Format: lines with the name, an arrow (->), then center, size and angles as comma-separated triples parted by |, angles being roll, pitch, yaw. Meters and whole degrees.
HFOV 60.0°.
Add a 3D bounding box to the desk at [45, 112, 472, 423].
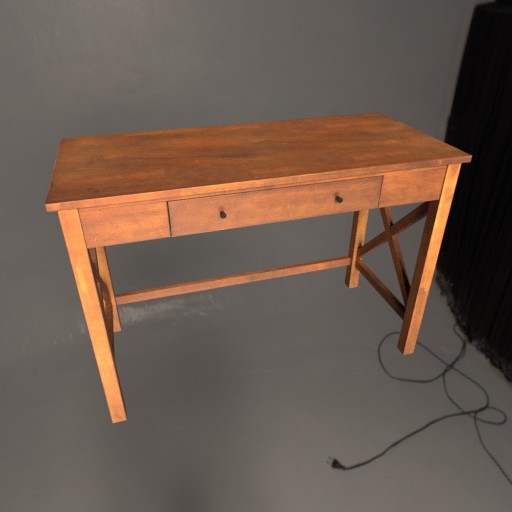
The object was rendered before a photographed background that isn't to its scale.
desk -> 0.000, 0.000, 1.513 | 1.117, 0.762, 0.508 | -9, 33, -14
